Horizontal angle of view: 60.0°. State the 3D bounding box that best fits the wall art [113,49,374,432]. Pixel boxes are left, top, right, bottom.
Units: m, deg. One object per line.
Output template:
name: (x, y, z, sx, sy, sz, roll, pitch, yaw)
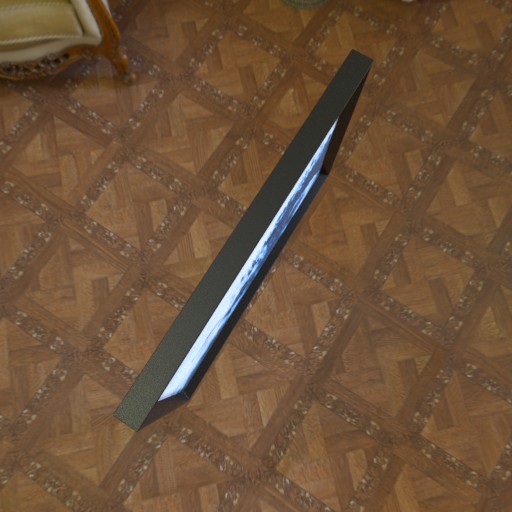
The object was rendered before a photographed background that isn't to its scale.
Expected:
wall art: (0.000, 0.000, 1.235, 0.058, 0.640, 0.939, 31, 79, 7)
